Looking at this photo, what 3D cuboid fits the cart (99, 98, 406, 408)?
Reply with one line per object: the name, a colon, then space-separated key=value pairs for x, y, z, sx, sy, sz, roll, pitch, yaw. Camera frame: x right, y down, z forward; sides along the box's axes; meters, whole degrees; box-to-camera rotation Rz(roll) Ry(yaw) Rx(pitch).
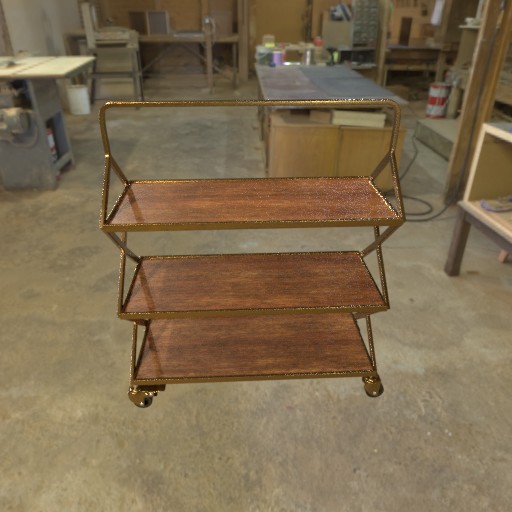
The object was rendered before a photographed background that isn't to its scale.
cart: x=0.000 y=0.000 z=1.198 sx=0.723 sy=0.805 sz=0.313 roll=-1 pitch=29 yaw=-3
